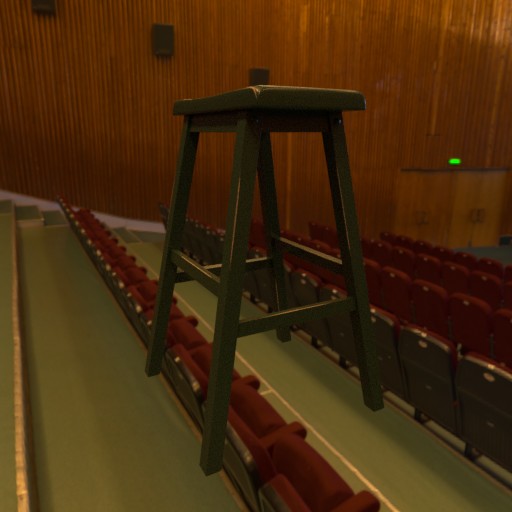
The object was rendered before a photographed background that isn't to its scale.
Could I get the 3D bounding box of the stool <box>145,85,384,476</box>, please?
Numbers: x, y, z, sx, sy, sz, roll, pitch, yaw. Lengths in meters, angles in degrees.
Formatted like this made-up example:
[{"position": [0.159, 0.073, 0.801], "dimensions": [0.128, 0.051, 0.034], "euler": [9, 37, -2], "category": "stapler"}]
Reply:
[{"position": [0.000, 0.000, 1.084], "dimensions": [0.476, 0.737, 0.457], "euler": [-8, 18, -27], "category": "stool"}]
